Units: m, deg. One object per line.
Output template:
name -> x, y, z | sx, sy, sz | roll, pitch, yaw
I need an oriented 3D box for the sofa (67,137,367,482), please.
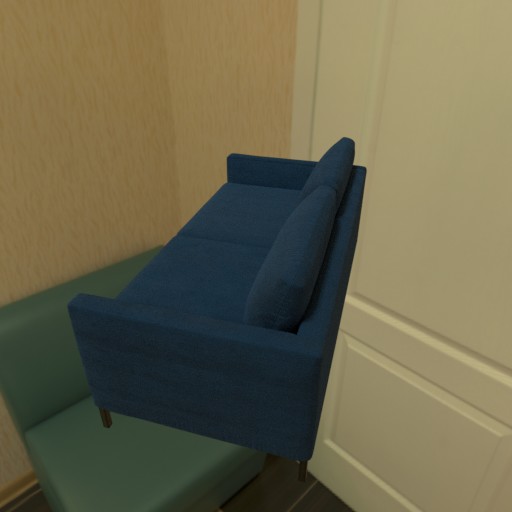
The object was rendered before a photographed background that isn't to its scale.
sofa -> 0.000, 0.000, 2.136 | 0.875, 0.817, 1.676 | 9, 32, 14
